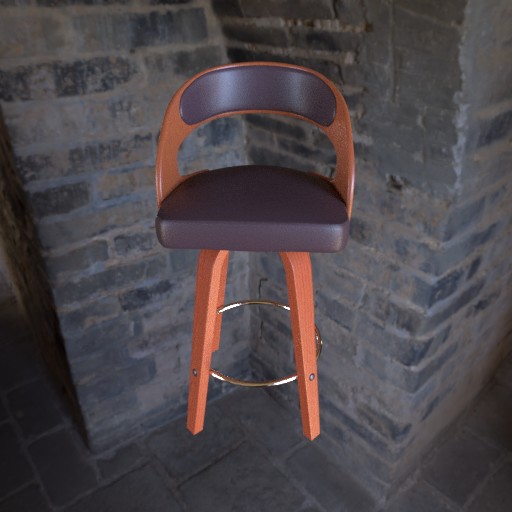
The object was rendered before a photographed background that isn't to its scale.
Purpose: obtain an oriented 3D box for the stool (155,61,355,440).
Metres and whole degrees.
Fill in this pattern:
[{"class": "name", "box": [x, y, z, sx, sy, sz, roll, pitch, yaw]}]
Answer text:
[{"class": "stool", "box": [0.000, 0.000, 1.217, 0.457, 0.940, 0.457, 2, 29, 3]}]
